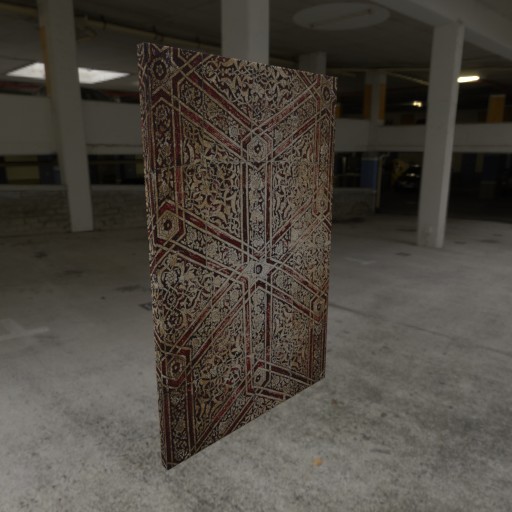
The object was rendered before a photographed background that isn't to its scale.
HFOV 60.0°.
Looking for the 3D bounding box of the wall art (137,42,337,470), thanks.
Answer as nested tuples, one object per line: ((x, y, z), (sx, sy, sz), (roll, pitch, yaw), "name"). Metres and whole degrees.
((0.000, 0.000, 1.124), (0.599, 0.904, 0.030), (-13, 19, -43), "wall art")
